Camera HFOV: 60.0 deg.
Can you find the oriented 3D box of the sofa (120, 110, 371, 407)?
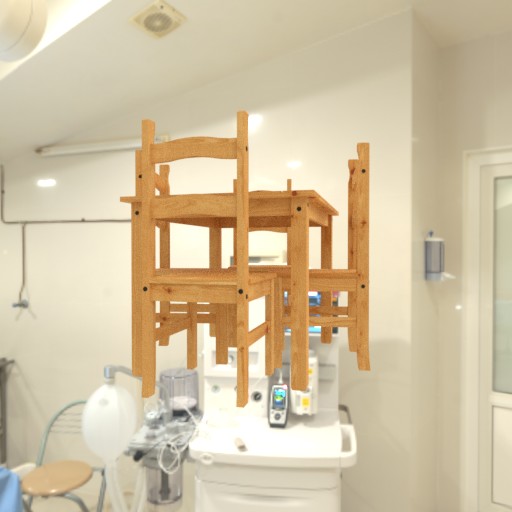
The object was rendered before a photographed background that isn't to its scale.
[{"bbox_3d":[0.000,0.000,2.266,1.144,1.000,1.529,0,1,16],"label":"sofa"}]
